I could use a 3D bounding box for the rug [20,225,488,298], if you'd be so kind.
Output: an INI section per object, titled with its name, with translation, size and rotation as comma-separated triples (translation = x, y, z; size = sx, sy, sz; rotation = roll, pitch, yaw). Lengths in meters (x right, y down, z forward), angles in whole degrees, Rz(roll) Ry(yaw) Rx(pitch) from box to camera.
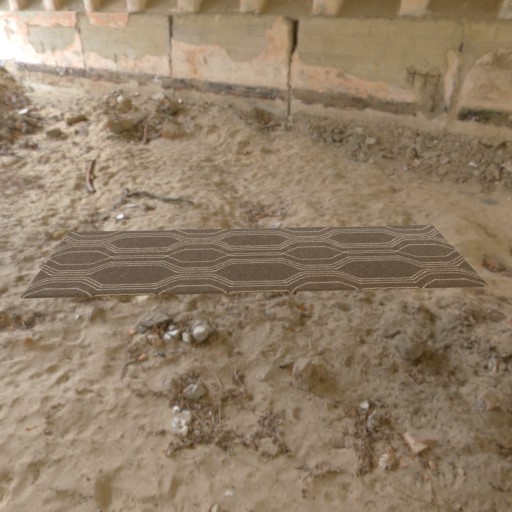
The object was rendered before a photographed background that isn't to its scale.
[rug]
translation = 0.000, 0.000, 2.663
size = 2.464, 0.012, 0.773
rotation = -1, 29, -2
